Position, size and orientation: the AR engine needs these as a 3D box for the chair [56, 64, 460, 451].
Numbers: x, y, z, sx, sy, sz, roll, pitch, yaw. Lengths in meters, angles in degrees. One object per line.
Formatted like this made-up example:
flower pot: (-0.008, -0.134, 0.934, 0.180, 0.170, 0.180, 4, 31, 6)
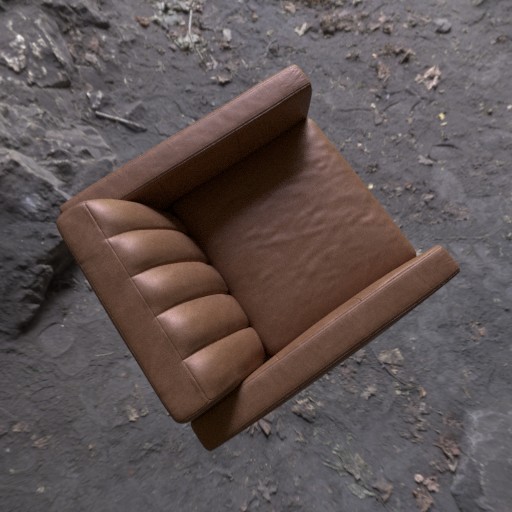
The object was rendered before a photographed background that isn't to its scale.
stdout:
chair: (0.000, 0.000, 1.644, 0.998, 0.819, 0.953, -34, 79, -7)
